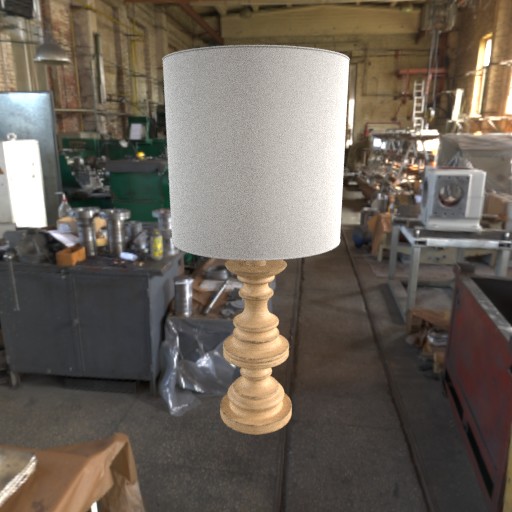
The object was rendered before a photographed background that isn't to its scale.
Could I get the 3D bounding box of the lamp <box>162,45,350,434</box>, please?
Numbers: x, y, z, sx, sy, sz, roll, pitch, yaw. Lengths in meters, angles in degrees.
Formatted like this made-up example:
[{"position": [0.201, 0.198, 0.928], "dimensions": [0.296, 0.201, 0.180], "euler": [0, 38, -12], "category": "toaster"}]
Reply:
[{"position": [0.000, 0.000, 0.564], "dimensions": [0.208, 0.455, 0.208], "euler": [-8, 17, -25], "category": "lamp"}]
